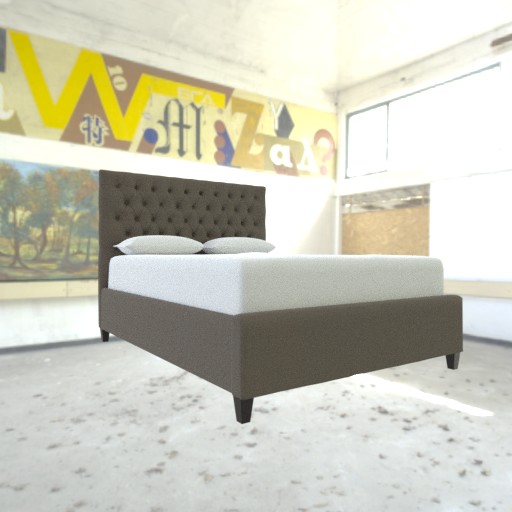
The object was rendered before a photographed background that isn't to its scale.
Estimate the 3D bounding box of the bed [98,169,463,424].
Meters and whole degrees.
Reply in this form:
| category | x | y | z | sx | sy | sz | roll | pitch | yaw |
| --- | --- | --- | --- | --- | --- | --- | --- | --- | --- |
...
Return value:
| category | x | y | z | sx | sy | sz | roll | pitch | yaw |
| --- | --- | --- | --- | --- | --- | --- | --- | --- | --- |
| bed | 0.000 | 0.000 | 3.248 | 1.696 | 1.426 | 2.233 | 0 | 0 | -34 |
